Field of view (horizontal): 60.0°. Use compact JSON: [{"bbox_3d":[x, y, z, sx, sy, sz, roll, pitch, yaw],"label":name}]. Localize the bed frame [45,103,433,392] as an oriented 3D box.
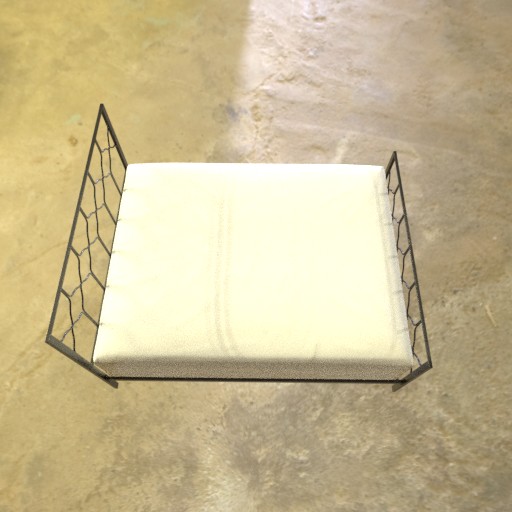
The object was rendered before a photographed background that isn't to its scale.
[{"bbox_3d":[0.000,0.000,3.081,2.063,1.222,1.597,1,63,0],"label":"bed frame"}]
